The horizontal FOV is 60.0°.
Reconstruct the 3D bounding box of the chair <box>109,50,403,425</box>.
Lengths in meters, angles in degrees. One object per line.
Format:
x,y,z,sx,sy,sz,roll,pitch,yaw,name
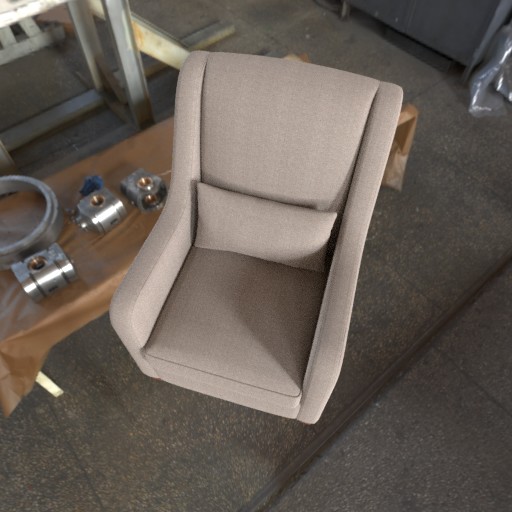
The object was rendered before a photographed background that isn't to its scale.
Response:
0.000,0.000,1.596,0.715,1.017,0.890,14,58,9,chair
